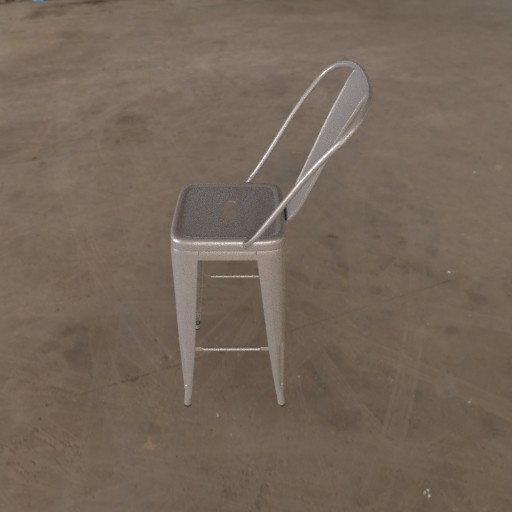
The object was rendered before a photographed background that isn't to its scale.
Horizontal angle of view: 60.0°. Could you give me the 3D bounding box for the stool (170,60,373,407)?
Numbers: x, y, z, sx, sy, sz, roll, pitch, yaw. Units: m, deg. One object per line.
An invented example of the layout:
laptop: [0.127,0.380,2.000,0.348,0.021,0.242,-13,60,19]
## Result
stool: [0.000,0.000,1.365,0.513,1.096,0.399,0,41,0]
